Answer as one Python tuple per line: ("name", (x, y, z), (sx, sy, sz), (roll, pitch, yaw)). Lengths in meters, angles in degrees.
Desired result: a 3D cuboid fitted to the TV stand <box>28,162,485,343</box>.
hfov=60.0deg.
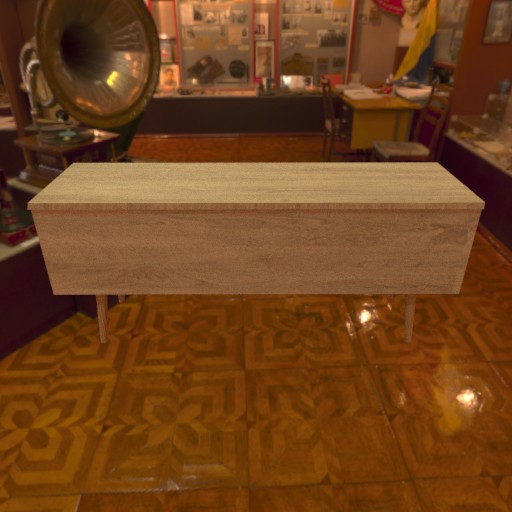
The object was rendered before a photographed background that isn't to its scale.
("TV stand", (0.000, 0.000, 1.577), (1.313, 0.565, 0.401), (0, 29, 0))
